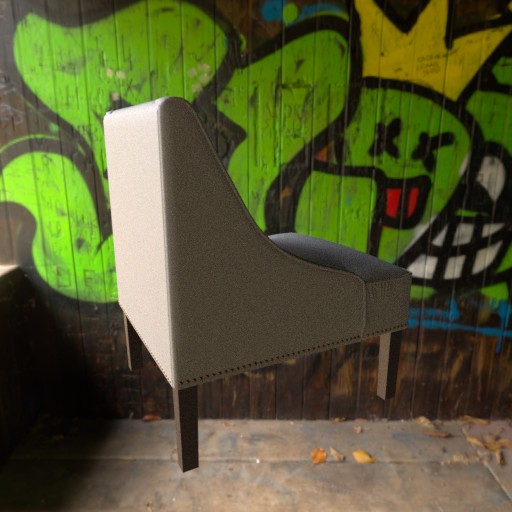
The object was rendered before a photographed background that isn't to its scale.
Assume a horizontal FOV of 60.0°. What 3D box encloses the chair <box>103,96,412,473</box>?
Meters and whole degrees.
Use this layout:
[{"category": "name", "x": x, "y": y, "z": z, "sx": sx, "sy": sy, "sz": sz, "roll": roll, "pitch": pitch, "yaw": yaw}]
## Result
[{"category": "chair", "x": 0.000, "y": 0.000, "z": 1.374, "sx": 0.747, "sy": 0.867, "sz": 0.631, "roll": -8, "pitch": 17, "yaw": -27}]
